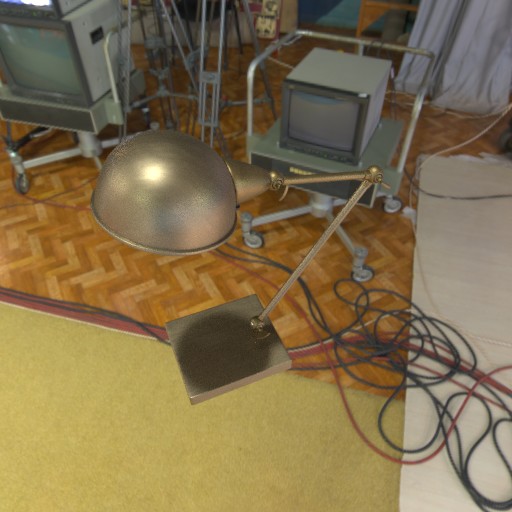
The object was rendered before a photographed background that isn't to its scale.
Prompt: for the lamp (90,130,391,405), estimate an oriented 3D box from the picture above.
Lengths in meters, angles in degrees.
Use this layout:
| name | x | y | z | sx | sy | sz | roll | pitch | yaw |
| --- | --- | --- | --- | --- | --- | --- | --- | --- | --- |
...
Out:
| name | x | y | z | sx | sy | sz | roll | pitch | yaw |
| --- | --- | --- | --- | --- | --- | --- | --- | --- | --- |
| lamp | 0.000 | 0.000 | 0.557 | 0.339 | 0.371 | 0.149 | -17 | 48 | -16 |
